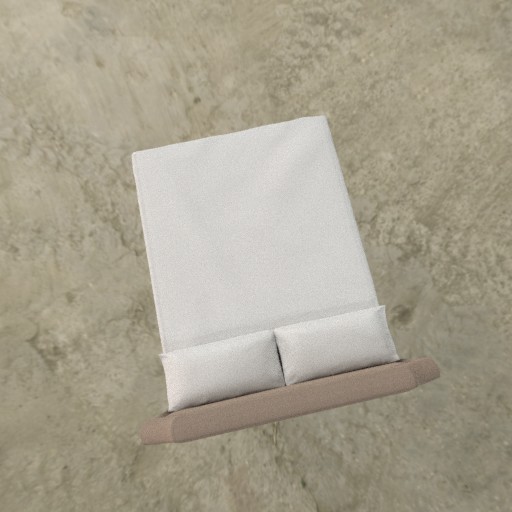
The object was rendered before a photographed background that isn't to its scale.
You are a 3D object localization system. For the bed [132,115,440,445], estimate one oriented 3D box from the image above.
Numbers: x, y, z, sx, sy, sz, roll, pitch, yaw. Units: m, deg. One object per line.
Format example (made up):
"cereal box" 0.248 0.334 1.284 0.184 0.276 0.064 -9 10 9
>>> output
"bed" 0.000 0.000 3.271 1.828 1.303 2.164 -12 77 -3
